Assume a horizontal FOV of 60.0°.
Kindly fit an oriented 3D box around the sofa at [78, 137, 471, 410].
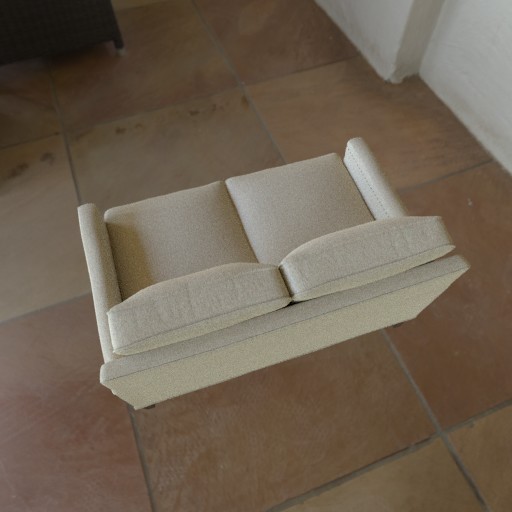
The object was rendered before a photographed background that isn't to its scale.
[{"bbox_3d":[0.000,0.000,2.234,1.597,1.003,1.084,-16,60,-9],"label":"sofa"}]
